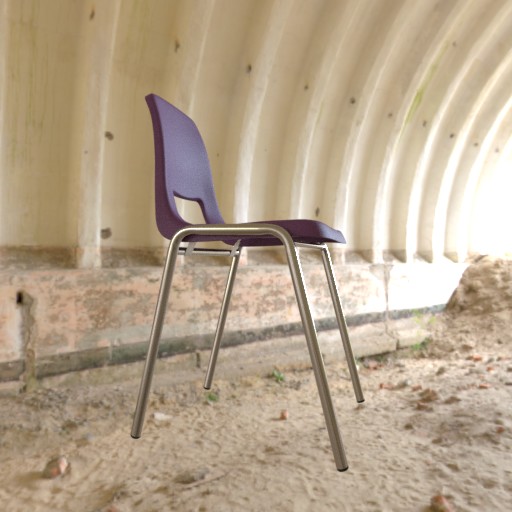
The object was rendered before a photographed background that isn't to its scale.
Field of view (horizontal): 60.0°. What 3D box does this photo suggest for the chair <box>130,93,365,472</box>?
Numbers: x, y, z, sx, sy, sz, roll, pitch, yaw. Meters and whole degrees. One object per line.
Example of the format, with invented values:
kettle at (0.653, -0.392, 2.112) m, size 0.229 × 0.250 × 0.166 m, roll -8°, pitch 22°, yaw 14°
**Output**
chair at (0.000, 0.000, 0.959) m, size 0.432 × 0.704 × 0.381 m, roll 0°, pitch 0°, yaw 18°
